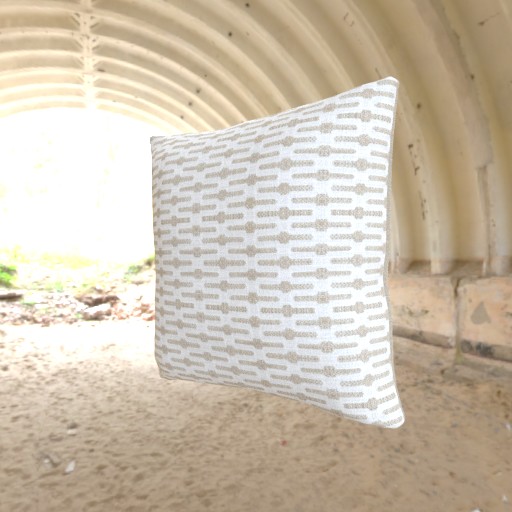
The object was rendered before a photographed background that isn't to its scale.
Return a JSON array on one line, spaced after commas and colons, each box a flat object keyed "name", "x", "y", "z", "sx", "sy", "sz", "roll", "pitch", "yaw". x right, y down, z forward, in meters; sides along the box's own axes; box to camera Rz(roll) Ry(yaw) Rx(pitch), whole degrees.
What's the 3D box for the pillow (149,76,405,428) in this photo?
[{"name": "pillow", "x": 0.000, "y": 0.000, "z": 0.760, "sx": 0.496, "sy": 0.491, "sz": 0.219, "roll": -1, "pitch": -1, "yaw": 35}]
